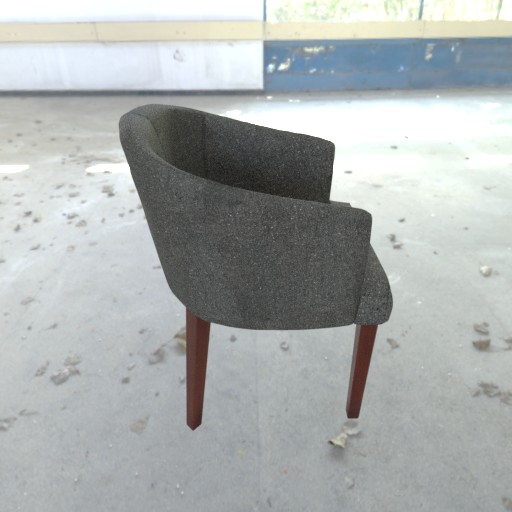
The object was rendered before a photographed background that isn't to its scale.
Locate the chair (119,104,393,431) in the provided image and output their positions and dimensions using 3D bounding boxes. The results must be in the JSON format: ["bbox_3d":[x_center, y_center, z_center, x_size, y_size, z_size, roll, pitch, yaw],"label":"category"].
[{"bbox_3d":[0.000,0.000,1.277,0.655,0.811,0.583,0,31,0],"label":"chair"}]
